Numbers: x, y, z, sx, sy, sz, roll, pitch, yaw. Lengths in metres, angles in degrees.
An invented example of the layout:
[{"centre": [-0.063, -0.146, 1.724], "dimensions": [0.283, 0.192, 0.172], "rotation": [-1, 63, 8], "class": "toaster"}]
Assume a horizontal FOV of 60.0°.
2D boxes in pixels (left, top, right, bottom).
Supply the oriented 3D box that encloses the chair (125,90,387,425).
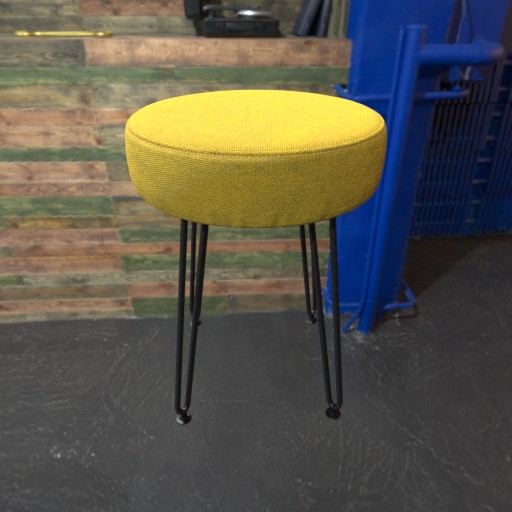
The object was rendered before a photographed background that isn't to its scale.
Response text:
[{"centre": [0.000, 0.000, 0.698], "dimensions": [0.345, 0.455, 0.345], "rotation": [-1, 30, -2], "class": "chair"}]
